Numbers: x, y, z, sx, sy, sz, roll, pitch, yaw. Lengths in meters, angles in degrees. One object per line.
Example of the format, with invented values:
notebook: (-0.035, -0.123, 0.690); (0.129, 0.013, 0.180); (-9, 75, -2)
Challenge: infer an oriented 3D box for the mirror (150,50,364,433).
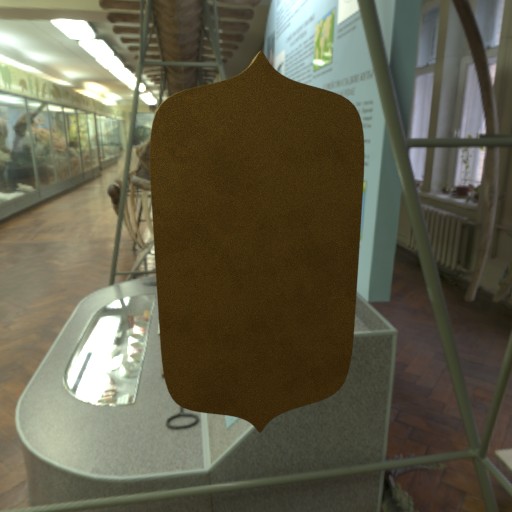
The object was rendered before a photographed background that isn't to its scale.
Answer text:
mirror: (0.000, 0.000, 0.736); (0.323, 0.613, 0.096); (-2, 15, -8)
